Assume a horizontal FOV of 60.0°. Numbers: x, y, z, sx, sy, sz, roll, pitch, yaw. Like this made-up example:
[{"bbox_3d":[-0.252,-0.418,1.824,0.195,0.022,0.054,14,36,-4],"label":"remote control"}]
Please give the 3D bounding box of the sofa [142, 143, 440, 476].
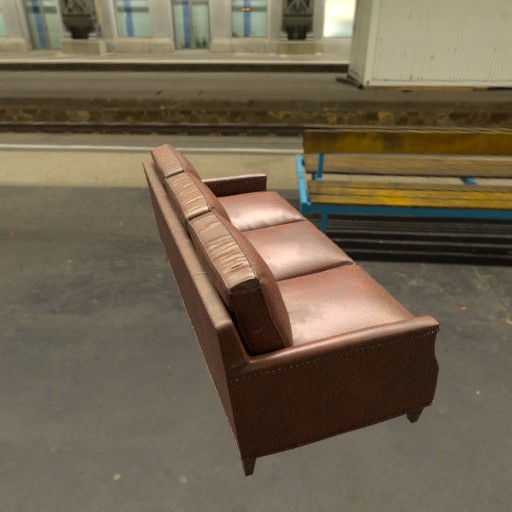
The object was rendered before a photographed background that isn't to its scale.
[{"bbox_3d":[0.000,0.000,2.762,1.084,1.003,2.240,-10,30,-17],"label":"sofa"}]
